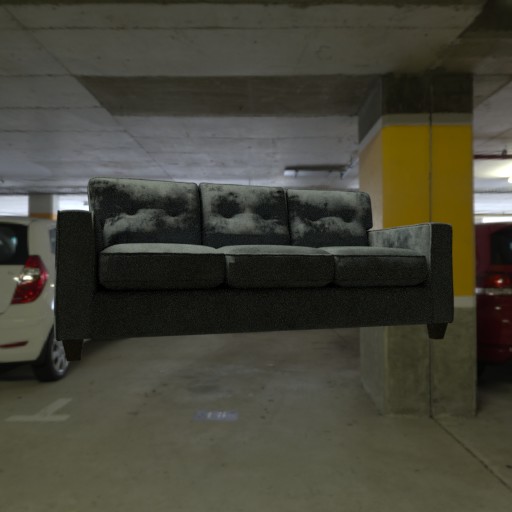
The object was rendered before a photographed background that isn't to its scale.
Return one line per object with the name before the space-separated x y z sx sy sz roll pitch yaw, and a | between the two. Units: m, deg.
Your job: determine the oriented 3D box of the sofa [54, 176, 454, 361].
sofa | 0.000 0.000 2.660 2.133 0.965 0.939 0 -1 -17
